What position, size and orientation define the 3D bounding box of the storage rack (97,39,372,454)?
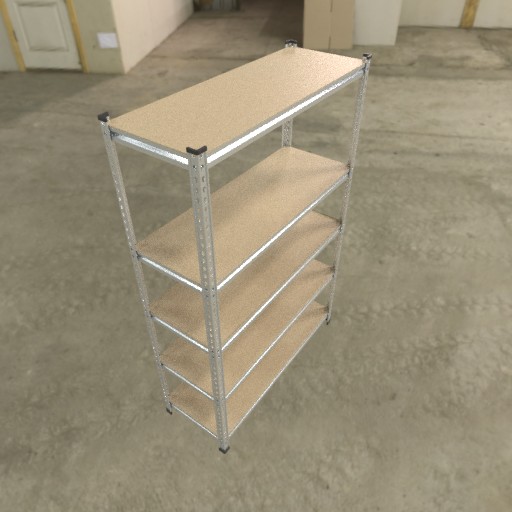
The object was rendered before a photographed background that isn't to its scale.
[{"bbox_3d":[0.000,0.000,2.361,0.457,1.829,1.219,25,46,27],"label":"storage rack"}]
